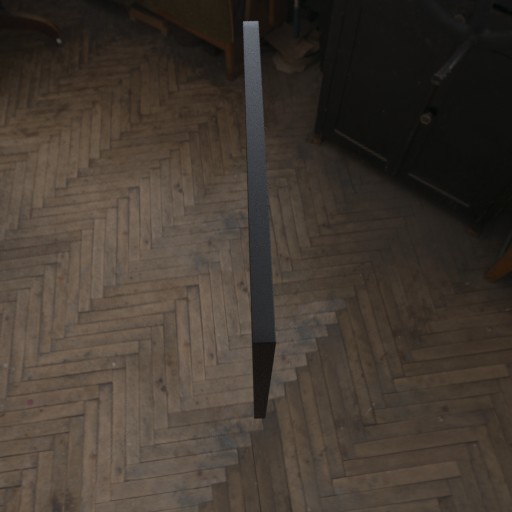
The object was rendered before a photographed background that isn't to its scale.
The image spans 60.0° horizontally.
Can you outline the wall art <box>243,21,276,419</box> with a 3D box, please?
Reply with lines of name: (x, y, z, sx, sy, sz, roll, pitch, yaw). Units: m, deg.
wall art: (0.000, 0.000, 0.709, 0.021, 0.509, 0.430, -2, 63, -1)
